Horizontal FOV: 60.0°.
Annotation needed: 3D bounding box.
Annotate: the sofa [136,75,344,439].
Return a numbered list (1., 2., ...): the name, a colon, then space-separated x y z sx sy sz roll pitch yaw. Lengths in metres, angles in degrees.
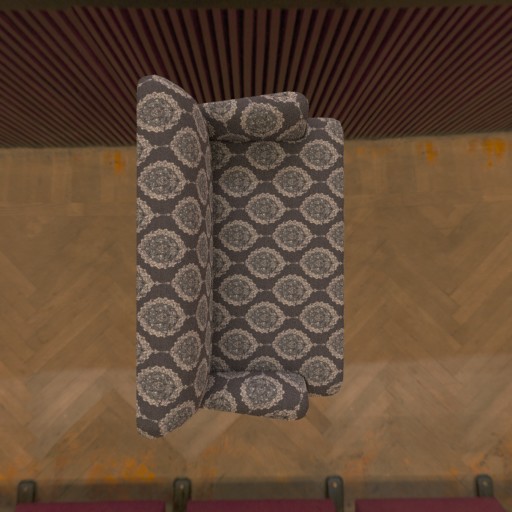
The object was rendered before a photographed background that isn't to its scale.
1. sofa: 0.000 0.000 1.839 0.779 0.867 1.297 0 90 -1
